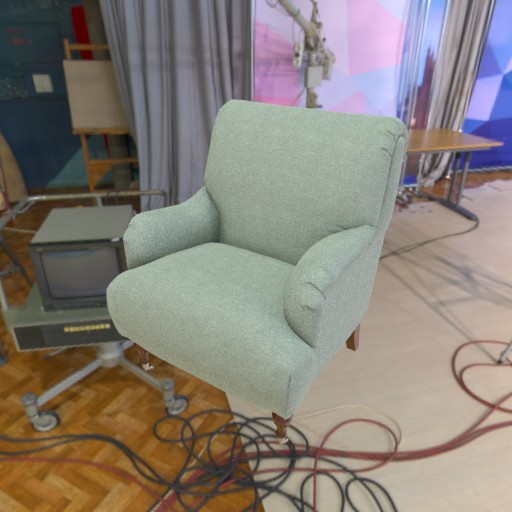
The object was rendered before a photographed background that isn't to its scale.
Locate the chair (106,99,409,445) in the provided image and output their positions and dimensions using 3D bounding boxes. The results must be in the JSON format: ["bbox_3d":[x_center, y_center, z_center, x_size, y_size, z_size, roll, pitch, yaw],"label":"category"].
[{"bbox_3d":[0.000,0.000,2.003,0.964,1.178,1.060,18,33,29],"label":"chair"}]
